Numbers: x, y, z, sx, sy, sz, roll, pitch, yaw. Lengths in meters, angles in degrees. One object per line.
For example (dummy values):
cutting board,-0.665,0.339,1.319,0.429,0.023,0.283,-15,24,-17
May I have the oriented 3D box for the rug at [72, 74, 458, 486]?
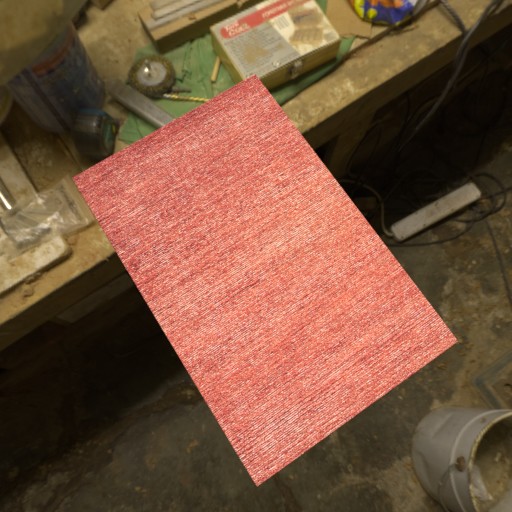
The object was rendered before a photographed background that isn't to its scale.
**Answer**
rug,0.000,0.000,2.196,1.139,0.011,1.747,-32,78,-8
